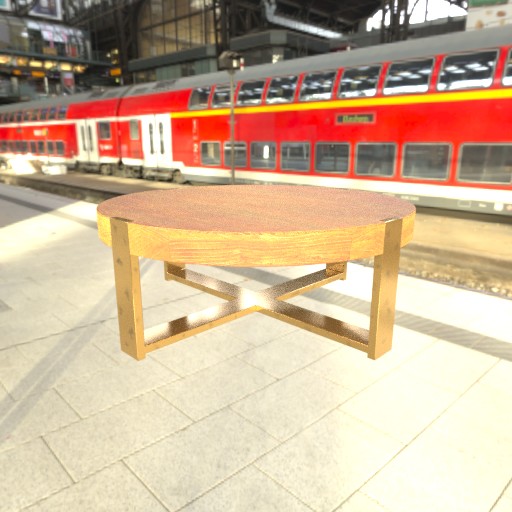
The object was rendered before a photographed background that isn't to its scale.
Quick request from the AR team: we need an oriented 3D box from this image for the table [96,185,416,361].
[{"bbox_3d":[0.000,0.000,1.676,1.100,0.420,1.100,0,15,0],"label":"table"}]
